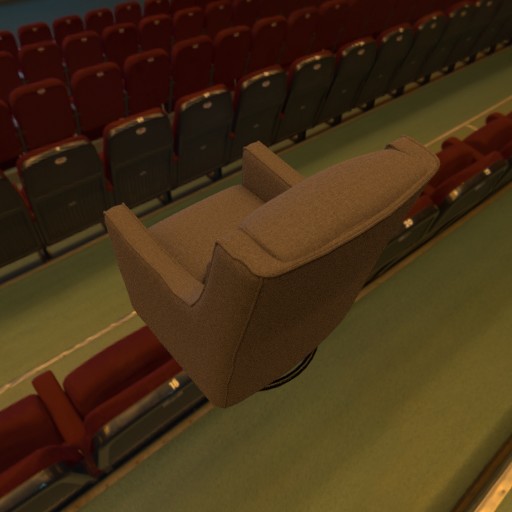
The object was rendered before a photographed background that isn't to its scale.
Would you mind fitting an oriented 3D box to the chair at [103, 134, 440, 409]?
[{"bbox_3d":[0.000,0.000,1.593,0.732,0.993,0.879,-32,53,-27],"label":"chair"}]
